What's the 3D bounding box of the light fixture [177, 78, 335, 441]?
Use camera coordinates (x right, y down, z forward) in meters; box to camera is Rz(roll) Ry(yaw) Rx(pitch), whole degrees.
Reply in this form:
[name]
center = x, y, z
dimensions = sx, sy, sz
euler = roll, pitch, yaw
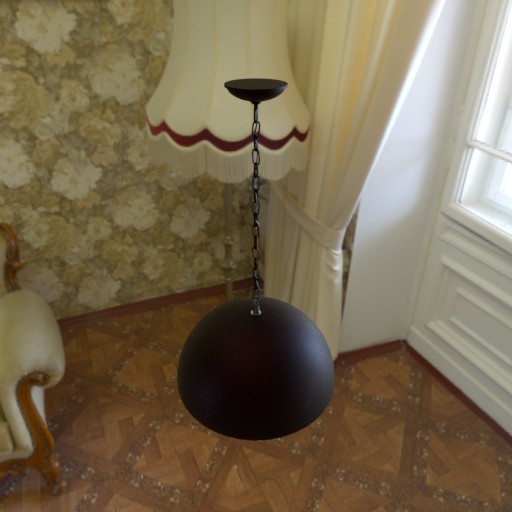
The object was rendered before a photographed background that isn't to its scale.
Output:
[light fixture]
center = 0.000, 0.000, 1.183
dimensions = 0.492, 0.869, 0.492
euler = 10, 32, 17
